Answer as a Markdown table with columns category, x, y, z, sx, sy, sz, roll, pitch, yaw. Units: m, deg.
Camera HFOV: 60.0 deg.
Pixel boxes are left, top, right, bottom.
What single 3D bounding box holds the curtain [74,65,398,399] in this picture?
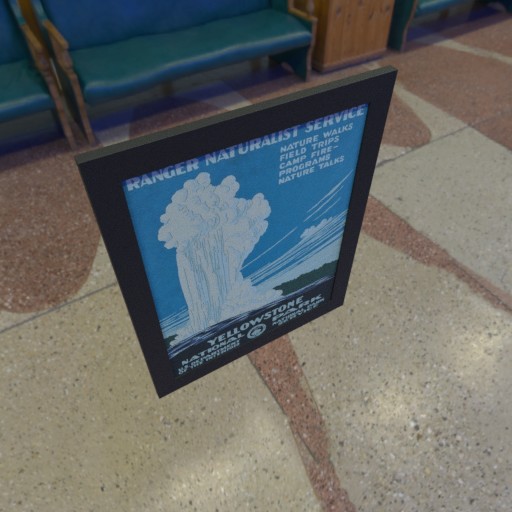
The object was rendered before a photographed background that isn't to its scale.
| category | x | y | z | sx | sy | sz | roll | pitch | yaw |
| --- | --- | --- | --- | --- | --- | --- | --- | --- | --- |
| curtain | 0.000 | 0.000 | 0.805 | 0.483 | 0.585 | 0.027 | -23 | 51 | -20 |
